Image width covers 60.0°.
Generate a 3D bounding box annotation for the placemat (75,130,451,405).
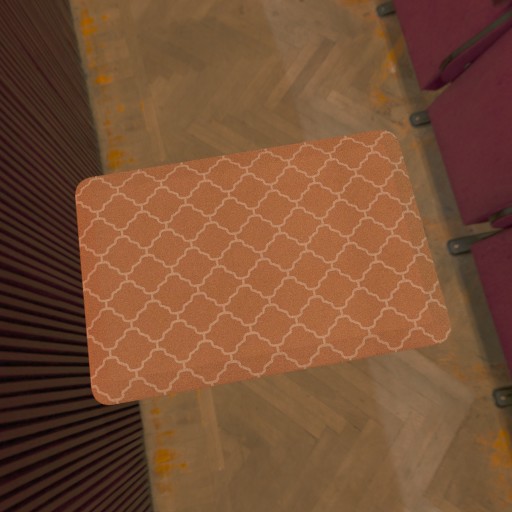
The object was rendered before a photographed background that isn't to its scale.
[{"bbox_3d":[0.000,0.000,0.971,0.762,0.021,0.508,-10,76,-3],"label":"placemat"}]
